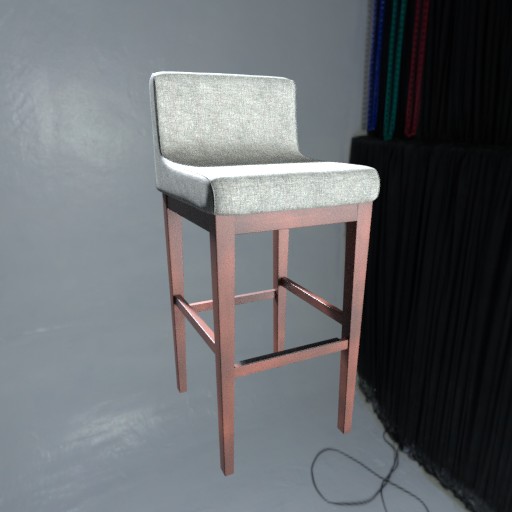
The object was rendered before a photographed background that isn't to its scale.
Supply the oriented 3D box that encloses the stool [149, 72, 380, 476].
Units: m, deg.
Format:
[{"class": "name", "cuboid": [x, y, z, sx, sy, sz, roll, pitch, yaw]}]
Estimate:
[{"class": "stool", "cuboid": [0.000, 0.000, 1.219, 0.426, 0.965, 0.499, -8, 19, -25]}]
